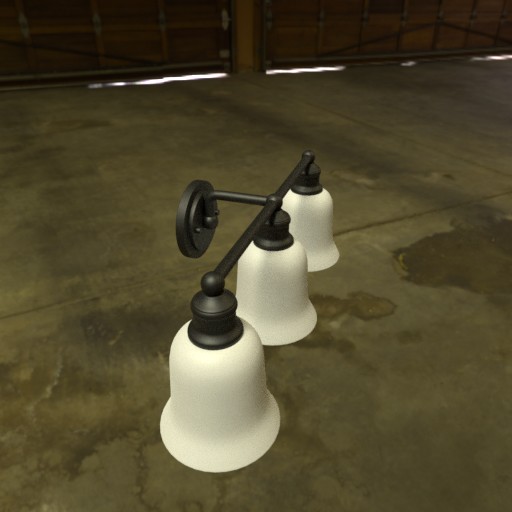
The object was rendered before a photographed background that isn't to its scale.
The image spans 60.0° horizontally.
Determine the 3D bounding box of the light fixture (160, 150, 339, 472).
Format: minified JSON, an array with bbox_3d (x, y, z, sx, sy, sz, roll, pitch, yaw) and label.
[{"bbox_3d":[0.000,0.000,0.667,0.198,0.211,0.570,10,32,16],"label":"light fixture"}]
